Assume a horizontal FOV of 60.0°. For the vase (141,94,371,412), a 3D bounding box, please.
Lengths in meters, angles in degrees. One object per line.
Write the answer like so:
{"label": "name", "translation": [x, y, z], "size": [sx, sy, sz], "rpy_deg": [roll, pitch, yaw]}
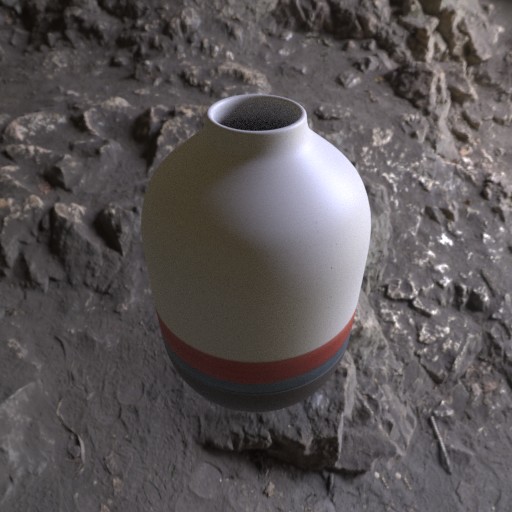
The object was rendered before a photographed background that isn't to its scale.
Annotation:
{"label": "vase", "translation": [0.000, 0.000, 0.355], "size": [0.169, 0.237, 0.169], "rpy_deg": [0, 40, 0]}
